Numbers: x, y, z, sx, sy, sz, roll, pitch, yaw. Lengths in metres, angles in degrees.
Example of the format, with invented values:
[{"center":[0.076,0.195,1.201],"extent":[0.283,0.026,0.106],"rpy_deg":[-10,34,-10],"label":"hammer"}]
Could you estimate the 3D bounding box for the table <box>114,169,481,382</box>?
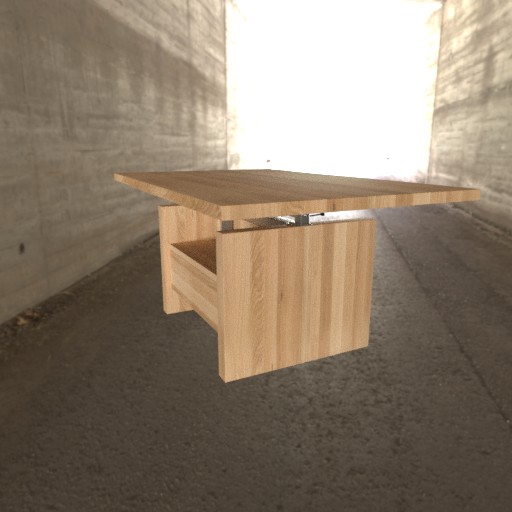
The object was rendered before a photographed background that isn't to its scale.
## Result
[{"center":[0.000,0.000,1.489],"extent":[0.700,0.510,1.100],"rpy_deg":[-7,16,-26],"label":"table"}]
